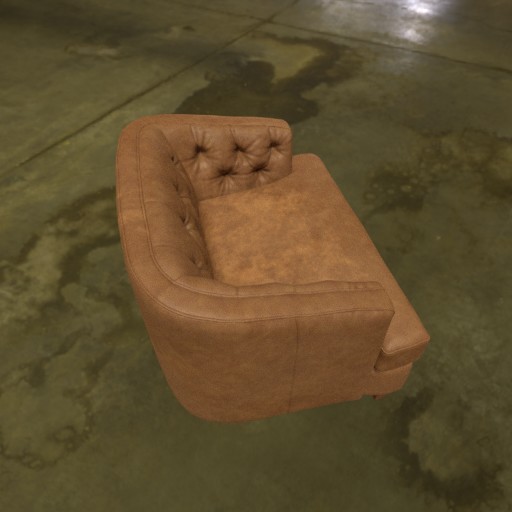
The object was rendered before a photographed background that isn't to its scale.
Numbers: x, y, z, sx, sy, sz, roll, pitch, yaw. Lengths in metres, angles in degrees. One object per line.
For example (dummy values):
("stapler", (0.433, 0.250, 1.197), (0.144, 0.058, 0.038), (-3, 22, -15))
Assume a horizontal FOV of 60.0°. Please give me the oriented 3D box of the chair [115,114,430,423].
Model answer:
("chair", (0.000, 0.000, 1.739), (0.911, 0.836, 1.119), (-10, 47, -10))
